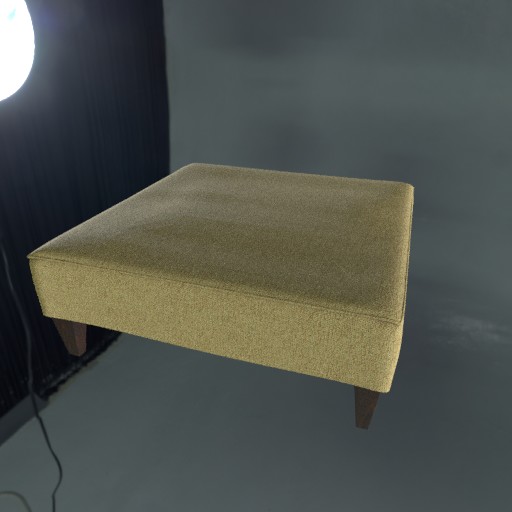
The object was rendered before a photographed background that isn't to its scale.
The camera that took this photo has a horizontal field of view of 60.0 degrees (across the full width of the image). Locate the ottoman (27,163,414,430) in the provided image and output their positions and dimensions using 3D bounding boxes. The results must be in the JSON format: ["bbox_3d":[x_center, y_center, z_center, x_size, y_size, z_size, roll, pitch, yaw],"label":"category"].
[{"bbox_3d":[0.000,0.000,1.508,0.970,0.378,0.981,9,28,17],"label":"ottoman"}]
